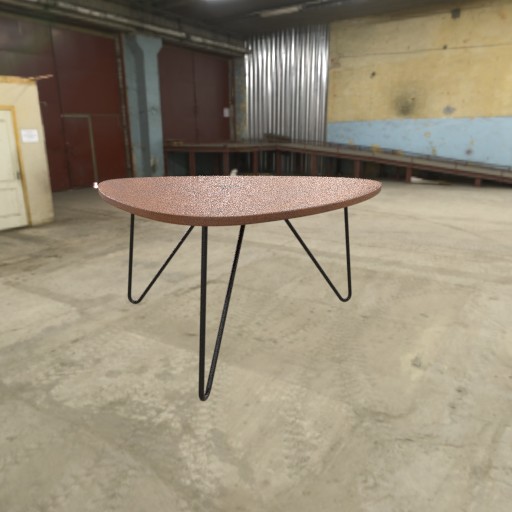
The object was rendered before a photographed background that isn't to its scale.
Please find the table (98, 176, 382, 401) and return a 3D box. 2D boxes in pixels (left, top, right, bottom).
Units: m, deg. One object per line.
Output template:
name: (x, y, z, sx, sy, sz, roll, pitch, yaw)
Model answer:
table: (0.000, 0.000, 1.304, 0.821, 0.413, 0.833, -8, 17, -27)
